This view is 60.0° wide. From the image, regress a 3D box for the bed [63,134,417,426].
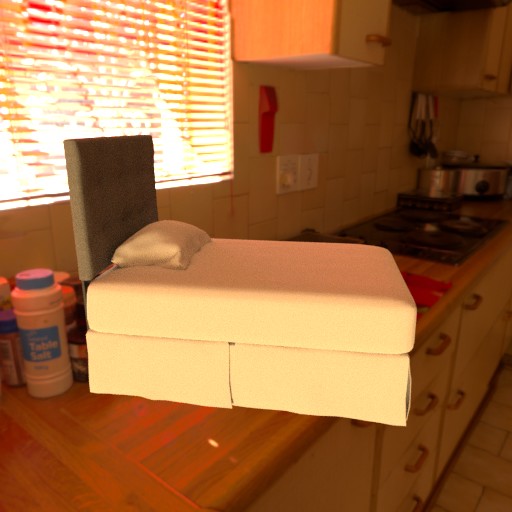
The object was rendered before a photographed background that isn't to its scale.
[{"bbox_3d":[0.000,0.000,3.019,1.997,1.571,1.261,3,17,9],"label":"bed"}]
